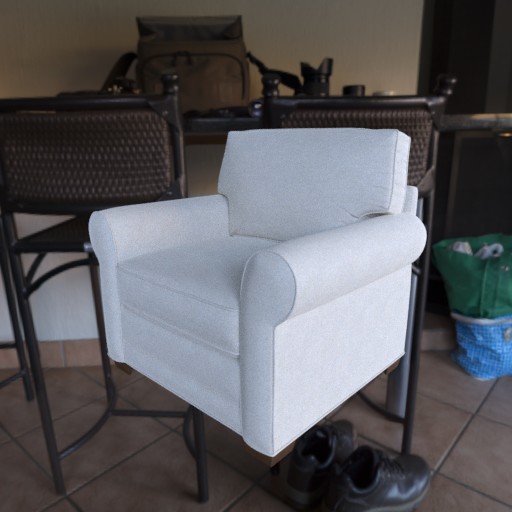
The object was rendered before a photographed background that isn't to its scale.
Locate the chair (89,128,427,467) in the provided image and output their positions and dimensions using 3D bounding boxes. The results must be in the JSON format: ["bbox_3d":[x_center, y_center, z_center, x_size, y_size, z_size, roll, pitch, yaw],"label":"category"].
[{"bbox_3d":[0.000,0.000,1.715,1.040,0.955,0.863,14,20,41],"label":"chair"}]
